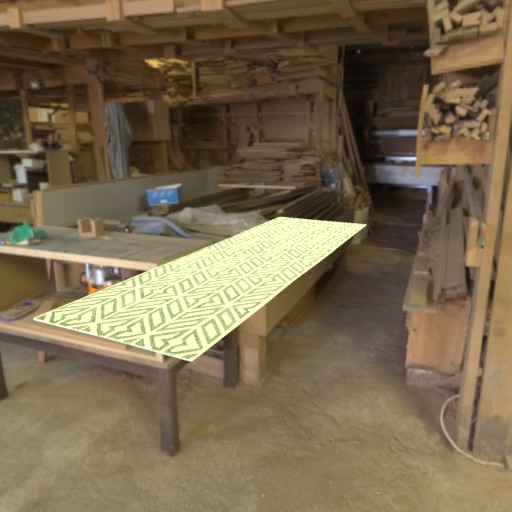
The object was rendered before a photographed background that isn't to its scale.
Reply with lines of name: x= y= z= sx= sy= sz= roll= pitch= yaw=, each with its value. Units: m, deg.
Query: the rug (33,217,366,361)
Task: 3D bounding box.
rug: x=0.000 y=0.000 z=2.629 sx=0.750 sy=0.009 sz=2.435 roll=8 pitch=17 yaw=25
